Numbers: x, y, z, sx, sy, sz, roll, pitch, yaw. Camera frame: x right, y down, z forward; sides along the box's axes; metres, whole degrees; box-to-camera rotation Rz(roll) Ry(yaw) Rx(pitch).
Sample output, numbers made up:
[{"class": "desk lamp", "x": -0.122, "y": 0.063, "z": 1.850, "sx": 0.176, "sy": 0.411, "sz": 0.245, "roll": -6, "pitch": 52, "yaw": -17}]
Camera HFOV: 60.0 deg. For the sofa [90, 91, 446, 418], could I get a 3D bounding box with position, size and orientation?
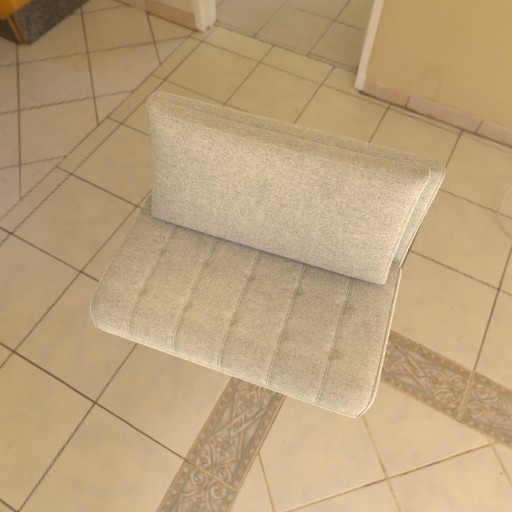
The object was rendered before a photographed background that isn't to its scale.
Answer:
[{"class": "sofa", "x": 0.000, "y": 0.000, "z": 1.861, "sx": 1.220, "sy": 0.910, "sz": 0.910, "roll": 17, "pitch": 62, "yaw": 9}]
